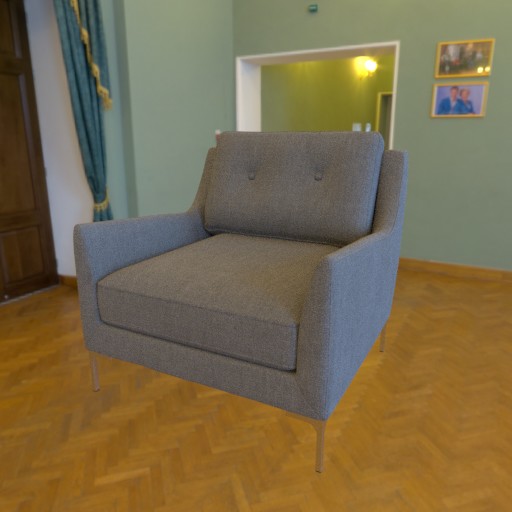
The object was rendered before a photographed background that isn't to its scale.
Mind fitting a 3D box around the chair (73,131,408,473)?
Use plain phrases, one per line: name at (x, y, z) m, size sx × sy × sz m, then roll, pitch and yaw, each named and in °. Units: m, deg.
chair at (0.000, 0.000, 1.522) m, size 0.847 × 0.828 × 0.849 m, roll 8°, pitch 17°, yaw 27°
